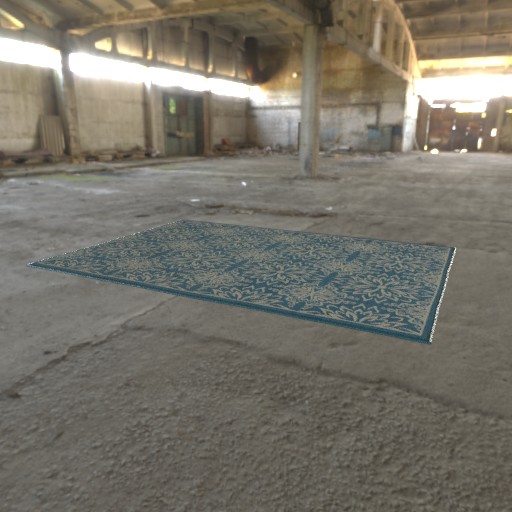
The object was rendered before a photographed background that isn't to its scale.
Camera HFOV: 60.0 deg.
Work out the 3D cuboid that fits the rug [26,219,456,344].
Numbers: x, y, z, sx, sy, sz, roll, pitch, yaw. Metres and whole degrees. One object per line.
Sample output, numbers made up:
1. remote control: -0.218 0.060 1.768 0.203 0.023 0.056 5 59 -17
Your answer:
1. rug: 0.000 0.000 2.755 2.205 0.012 1.554 8 17 26
